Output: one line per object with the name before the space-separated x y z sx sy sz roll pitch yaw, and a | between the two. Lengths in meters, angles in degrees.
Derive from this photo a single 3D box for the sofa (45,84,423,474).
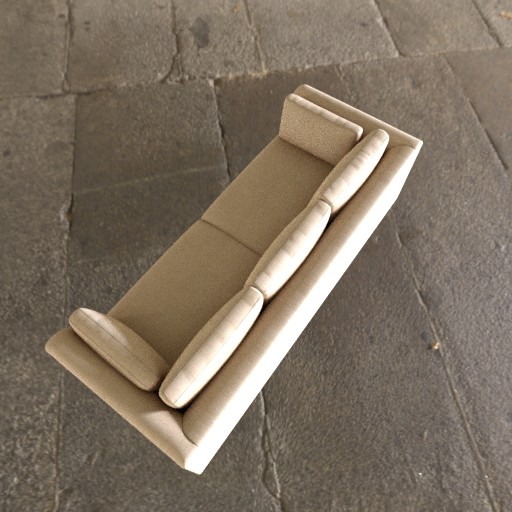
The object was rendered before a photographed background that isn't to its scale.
sofa | 0.000 0.000 2.861 0.969 0.867 2.415 33 66 16
